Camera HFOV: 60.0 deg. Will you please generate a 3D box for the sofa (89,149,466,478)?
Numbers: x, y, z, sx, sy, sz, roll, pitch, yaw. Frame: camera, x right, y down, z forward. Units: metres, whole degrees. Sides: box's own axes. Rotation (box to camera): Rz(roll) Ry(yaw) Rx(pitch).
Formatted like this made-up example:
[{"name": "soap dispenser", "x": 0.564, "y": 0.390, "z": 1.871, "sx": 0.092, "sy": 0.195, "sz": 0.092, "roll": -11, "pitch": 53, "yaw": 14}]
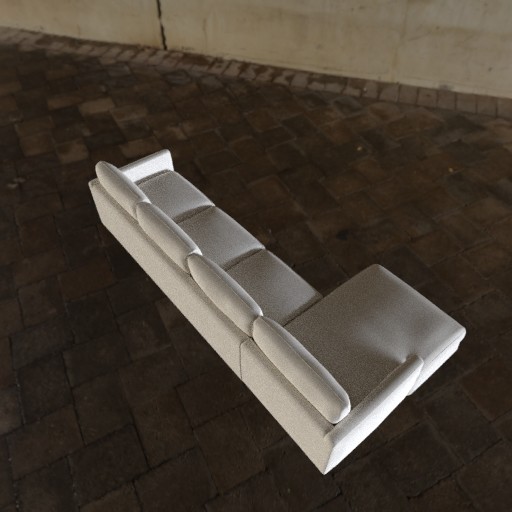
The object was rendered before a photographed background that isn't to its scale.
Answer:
[{"name": "sofa", "x": 0.000, "y": 0.000, "z": 3.776, "sx": 1.467, "sy": 0.875, "sz": 3.186, "roll": -32, "pitch": 55, "yaw": -26}]
